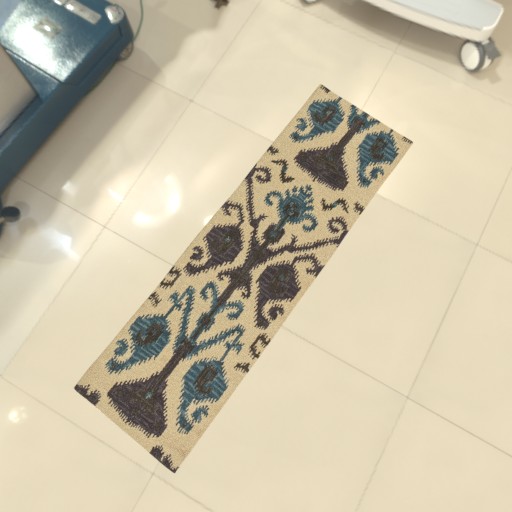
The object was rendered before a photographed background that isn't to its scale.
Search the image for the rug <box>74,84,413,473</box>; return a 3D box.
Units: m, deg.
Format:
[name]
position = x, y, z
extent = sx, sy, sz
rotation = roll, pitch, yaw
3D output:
[rug]
position = 0.000, 0.000, 2.508
extent = 0.692, 0.017, 2.301
rotation = 35, 78, 9
